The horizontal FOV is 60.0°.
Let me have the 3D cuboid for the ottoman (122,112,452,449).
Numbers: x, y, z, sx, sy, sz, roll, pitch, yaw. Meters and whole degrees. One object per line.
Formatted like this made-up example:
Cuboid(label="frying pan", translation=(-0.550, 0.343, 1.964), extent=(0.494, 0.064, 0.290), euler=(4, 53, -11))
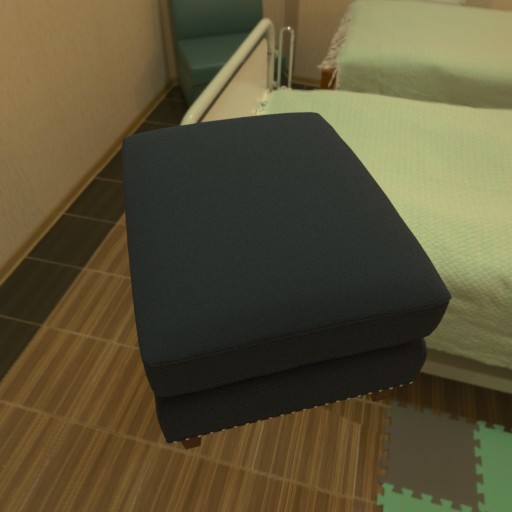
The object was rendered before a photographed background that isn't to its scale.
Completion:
Cuboid(label="ottoman", translation=(0.000, 0.000, 1.133), extent=(0.584, 0.513, 0.741), euler=(-10, 47, -10))
